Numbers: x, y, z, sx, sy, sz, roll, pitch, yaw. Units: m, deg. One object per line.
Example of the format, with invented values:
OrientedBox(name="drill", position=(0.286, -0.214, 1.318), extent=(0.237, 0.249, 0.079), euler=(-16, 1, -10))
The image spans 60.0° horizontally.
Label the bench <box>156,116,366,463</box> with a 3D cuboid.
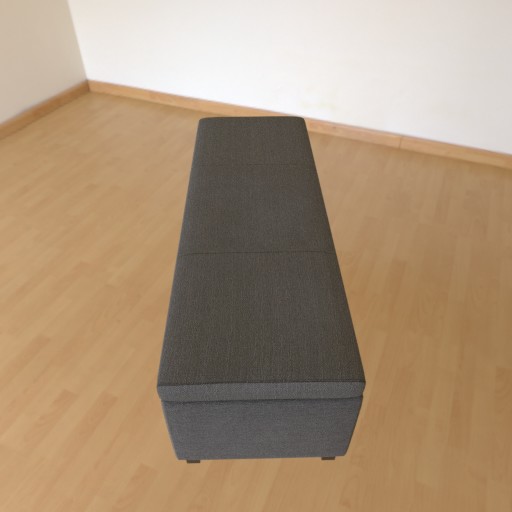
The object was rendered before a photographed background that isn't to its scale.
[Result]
OrientedBox(name="bench", position=(0.000, 0.000, 1.502), extent=(0.446, 0.438, 1.269), euler=(-1, 42, -1))
